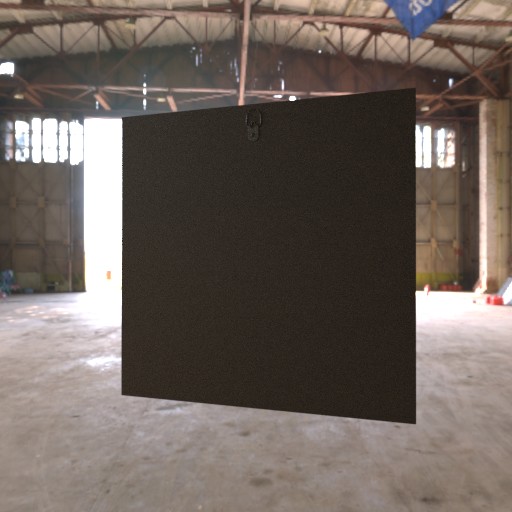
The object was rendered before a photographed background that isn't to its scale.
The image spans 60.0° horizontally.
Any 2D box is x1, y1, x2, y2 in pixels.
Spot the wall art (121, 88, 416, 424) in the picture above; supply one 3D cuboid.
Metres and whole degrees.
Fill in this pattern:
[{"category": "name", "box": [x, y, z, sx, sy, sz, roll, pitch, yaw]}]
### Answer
[{"category": "wall art", "box": [0.000, 0.000, 1.185, 0.805, 0.807, 0.043, 0, 0, 16]}]
